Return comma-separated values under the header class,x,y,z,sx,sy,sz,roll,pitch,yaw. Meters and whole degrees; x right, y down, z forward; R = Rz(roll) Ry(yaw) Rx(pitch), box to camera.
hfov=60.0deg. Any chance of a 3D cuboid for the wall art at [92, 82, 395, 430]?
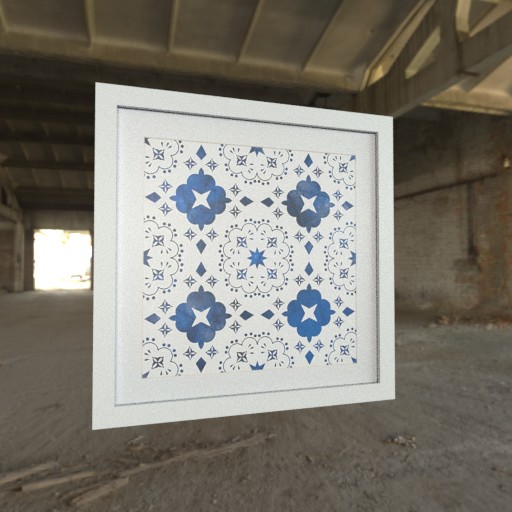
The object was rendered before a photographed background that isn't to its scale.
class,x,y,z,sx,sy,sz,roll,pitch,yaw
wall art,0.000,0.000,0.518,0.355,0.355,0.027,0,-2,-17
